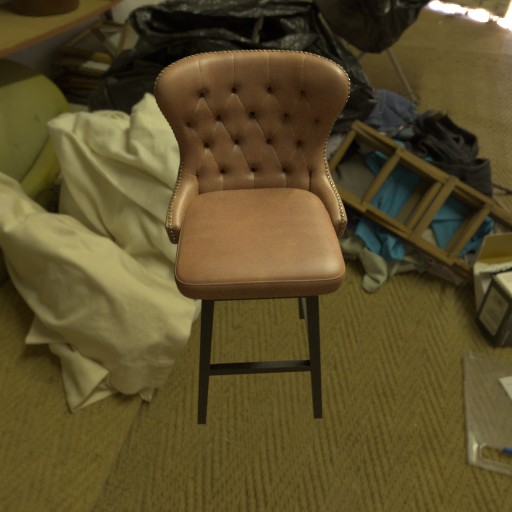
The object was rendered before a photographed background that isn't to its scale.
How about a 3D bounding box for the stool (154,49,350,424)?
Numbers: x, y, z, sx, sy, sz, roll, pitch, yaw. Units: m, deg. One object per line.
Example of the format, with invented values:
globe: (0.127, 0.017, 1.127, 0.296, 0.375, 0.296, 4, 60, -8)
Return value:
stool: (0.000, 0.000, 1.397, 0.528, 1.050, 0.601, -2, 45, -2)
